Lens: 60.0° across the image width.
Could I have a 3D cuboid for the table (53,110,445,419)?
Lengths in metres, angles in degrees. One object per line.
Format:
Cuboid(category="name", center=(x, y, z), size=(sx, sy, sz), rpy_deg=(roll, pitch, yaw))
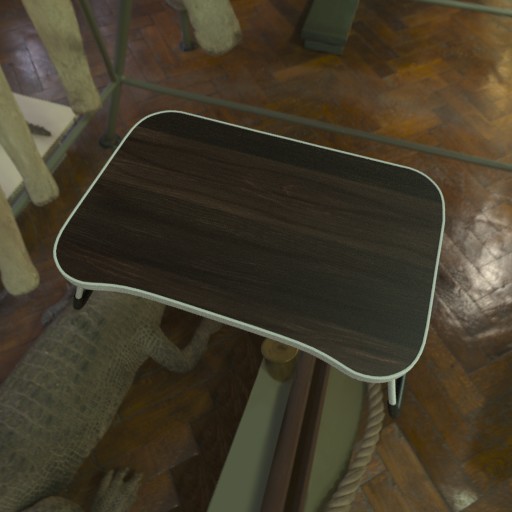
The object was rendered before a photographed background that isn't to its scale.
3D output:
Cuboid(category="table", center=(0.000, 0.000, 0.835), size=(0.660, 0.232, 0.400), rpy_deg=(17, 60, 10))
